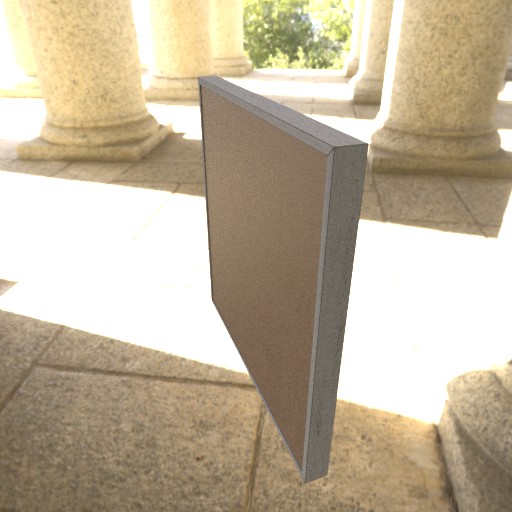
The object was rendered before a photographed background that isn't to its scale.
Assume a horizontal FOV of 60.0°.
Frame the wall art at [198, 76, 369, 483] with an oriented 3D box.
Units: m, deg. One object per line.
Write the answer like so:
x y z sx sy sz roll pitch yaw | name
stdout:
0.000 0.000 0.752 0.038 0.508 0.508 -11 31 -18 | wall art
